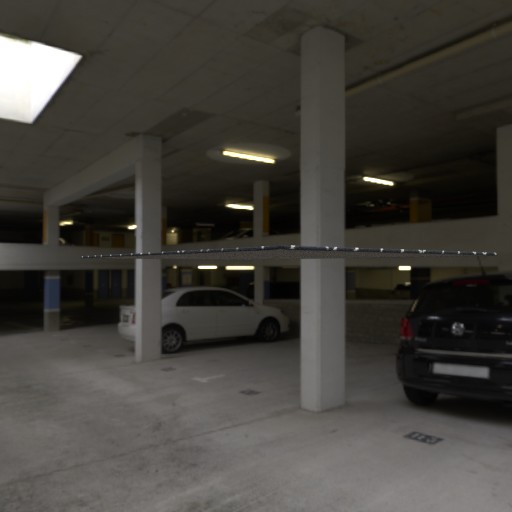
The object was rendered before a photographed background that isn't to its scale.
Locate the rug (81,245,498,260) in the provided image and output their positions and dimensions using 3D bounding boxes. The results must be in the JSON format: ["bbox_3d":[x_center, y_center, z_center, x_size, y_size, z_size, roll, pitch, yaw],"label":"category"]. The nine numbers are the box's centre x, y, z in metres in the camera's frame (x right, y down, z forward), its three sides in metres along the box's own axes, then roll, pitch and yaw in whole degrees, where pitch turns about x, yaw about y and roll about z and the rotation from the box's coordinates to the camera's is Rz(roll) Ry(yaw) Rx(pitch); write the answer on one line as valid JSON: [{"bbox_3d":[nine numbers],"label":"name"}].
[{"bbox_3d":[0.000,0.000,2.253,1.223,0.013,1.830,1,-1,-37],"label":"rug"}]
